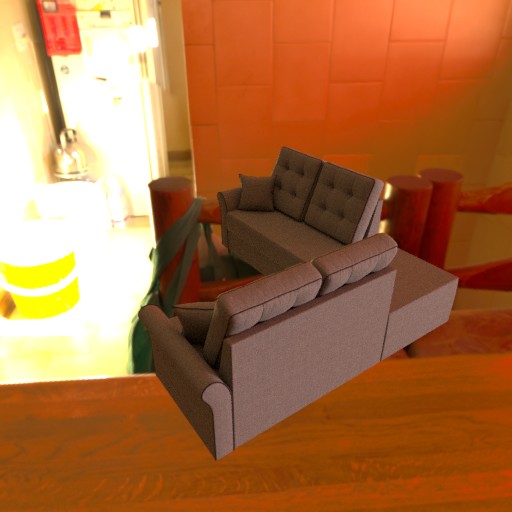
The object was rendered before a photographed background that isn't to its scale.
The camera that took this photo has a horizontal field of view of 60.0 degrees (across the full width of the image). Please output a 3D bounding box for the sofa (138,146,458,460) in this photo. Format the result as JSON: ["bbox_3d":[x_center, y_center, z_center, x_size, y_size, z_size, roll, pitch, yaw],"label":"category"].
[{"bbox_3d":[0.000,0.000,3.320,2.070,0.988,2.068,-19,35,-30],"label":"sofa"}]
